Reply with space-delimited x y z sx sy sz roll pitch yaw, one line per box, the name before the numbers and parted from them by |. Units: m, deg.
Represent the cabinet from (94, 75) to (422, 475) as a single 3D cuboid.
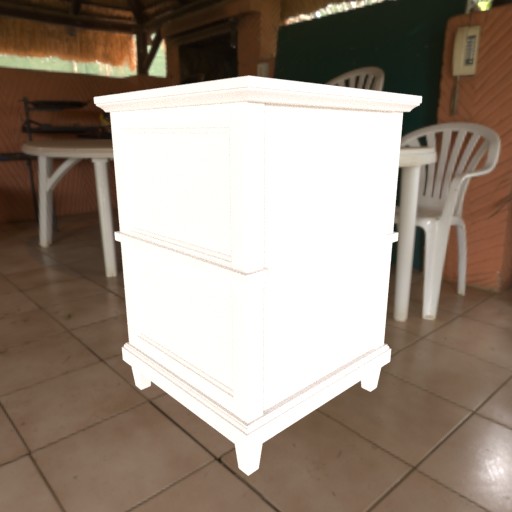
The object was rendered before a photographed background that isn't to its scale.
cabinet | 0.000 0.000 1.141 0.544 0.775 0.547 -14 21 -41
